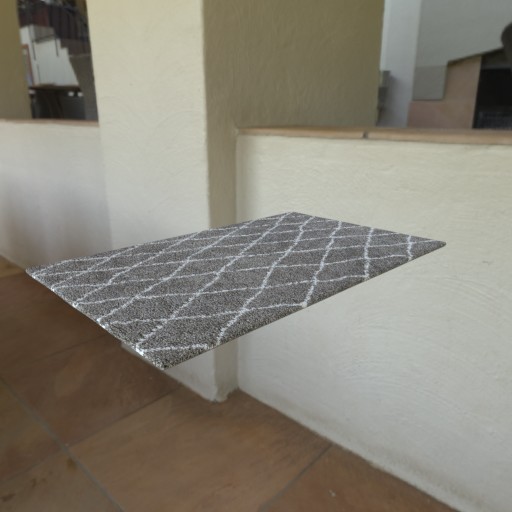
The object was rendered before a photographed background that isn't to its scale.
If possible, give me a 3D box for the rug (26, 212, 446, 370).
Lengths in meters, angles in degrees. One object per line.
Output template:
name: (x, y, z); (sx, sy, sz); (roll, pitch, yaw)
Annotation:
rug: (0.000, 0.000, 2.979); (2.438, 0.030, 1.524); (-16, 24, -41)
